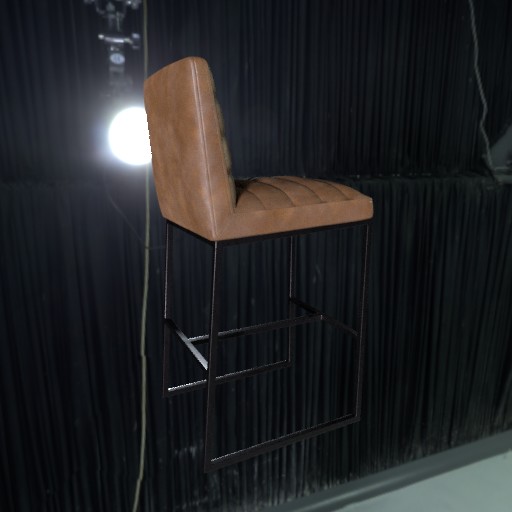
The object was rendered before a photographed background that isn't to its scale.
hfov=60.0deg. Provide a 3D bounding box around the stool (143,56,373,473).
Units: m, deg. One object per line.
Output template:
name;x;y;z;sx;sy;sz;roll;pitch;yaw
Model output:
stool;0.000;0.000;1.388;0.562;1.065;0.463;-7;15;-26
